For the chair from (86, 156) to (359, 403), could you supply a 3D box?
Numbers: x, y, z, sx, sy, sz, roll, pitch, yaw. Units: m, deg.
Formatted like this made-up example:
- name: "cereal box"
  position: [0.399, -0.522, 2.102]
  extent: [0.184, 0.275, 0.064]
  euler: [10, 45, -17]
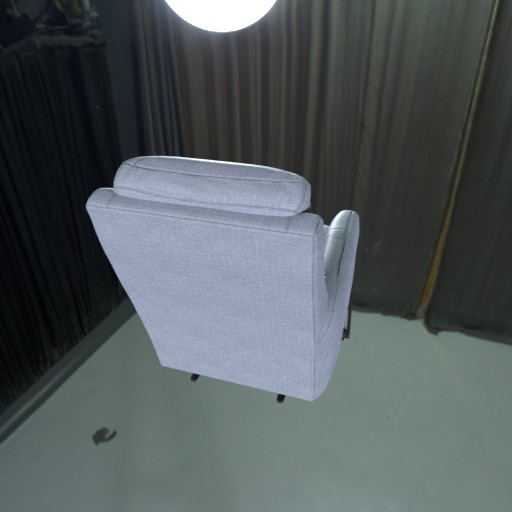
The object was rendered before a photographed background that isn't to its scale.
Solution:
- name: "chair"
  position: [0.000, 0.000, 1.834]
  extent: [0.829, 1.030, 1.080]
  euler: [9, 31, 15]
